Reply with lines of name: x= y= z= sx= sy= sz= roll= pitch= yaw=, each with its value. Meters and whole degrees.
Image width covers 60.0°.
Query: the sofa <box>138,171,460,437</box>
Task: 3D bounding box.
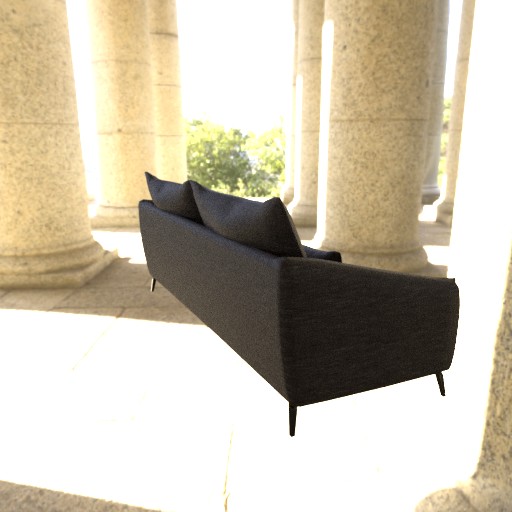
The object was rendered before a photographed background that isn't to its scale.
sofa: x=0.000 y=0.000 z=2.414 sx=0.807 sy=0.843 sz=2.019 roll=-7 pitch=16 yaw=-27
